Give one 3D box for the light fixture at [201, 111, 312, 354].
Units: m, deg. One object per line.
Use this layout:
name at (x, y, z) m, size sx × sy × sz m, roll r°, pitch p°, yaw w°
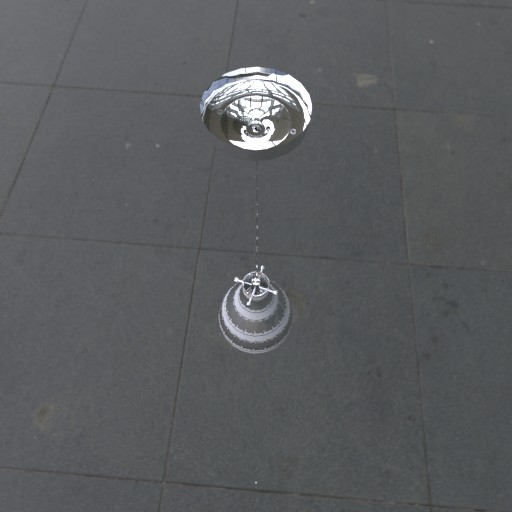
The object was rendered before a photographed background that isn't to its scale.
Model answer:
light fixture at (0.000, 0.000, 1.630) m, size 0.374 × 1.457 × 0.374 m, roll 17°, pitch 64°, yaw 9°
